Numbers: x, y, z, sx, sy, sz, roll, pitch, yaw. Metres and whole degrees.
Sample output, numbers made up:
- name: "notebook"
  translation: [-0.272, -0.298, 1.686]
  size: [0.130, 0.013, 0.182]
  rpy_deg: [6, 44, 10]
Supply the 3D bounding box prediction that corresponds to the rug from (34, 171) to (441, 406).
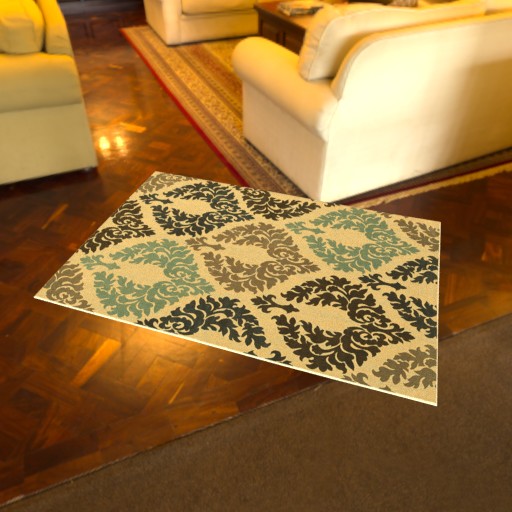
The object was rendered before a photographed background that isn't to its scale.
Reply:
- name: "rug"
  translation: [0.000, 0.000, 2.883]
  size: [2.275, 0.014, 1.514]
  rpy_deg: [12, 43, 13]
